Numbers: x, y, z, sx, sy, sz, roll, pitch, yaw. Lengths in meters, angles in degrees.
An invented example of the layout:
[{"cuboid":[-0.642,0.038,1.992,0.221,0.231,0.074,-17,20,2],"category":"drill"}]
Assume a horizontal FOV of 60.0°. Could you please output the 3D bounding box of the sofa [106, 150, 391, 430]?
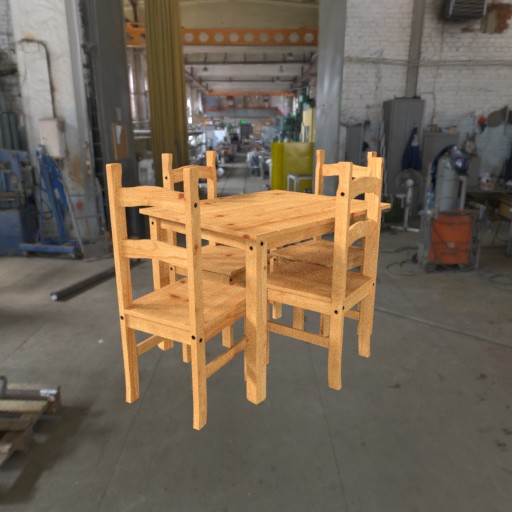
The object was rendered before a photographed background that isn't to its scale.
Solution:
[{"cuboid":[0.000,0.000,2.268,1.144,1.000,1.529,15,22,42],"category":"sofa"}]
